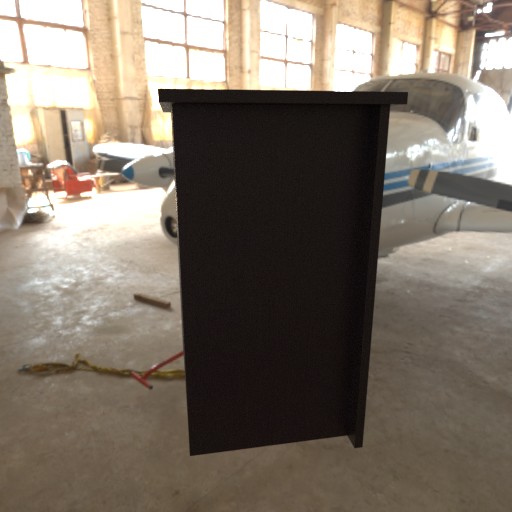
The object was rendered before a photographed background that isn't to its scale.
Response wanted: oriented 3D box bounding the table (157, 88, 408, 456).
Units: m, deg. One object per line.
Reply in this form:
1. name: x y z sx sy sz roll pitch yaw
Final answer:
1. table: 0.000 0.000 1.071 0.408 0.711 0.589 -3 17 -10
